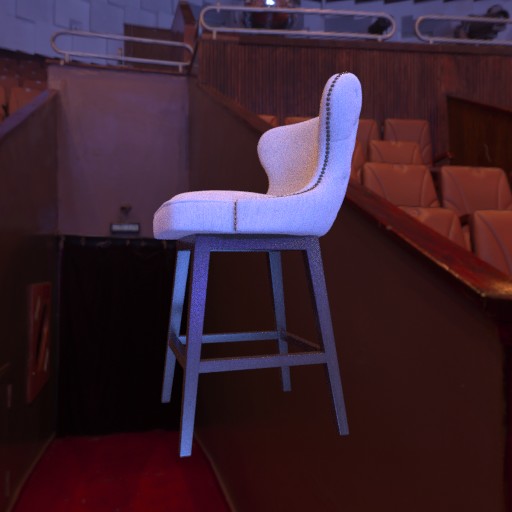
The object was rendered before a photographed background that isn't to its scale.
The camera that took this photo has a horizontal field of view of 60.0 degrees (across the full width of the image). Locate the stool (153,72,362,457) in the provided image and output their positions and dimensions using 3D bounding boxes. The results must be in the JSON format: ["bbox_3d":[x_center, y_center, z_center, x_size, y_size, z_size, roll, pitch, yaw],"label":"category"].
[{"bbox_3d":[0.000,0.000,1.361,0.597,0.972,0.615,0,0,-18],"label":"stool"}]
